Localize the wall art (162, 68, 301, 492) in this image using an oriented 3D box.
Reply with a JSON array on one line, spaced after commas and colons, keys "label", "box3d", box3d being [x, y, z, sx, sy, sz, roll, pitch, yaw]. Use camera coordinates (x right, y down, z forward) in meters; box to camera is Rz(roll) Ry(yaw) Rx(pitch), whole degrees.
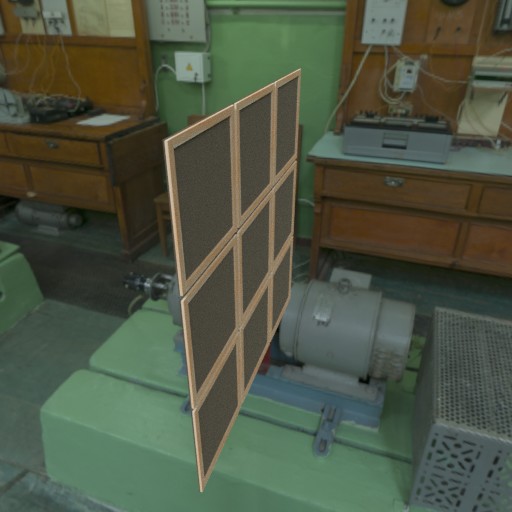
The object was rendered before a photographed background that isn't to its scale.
[{"label": "wall art", "box3d": [0.000, 0.000, 1.730, 0.013, 1.218, 1.216, 9, 31, 16]}]
